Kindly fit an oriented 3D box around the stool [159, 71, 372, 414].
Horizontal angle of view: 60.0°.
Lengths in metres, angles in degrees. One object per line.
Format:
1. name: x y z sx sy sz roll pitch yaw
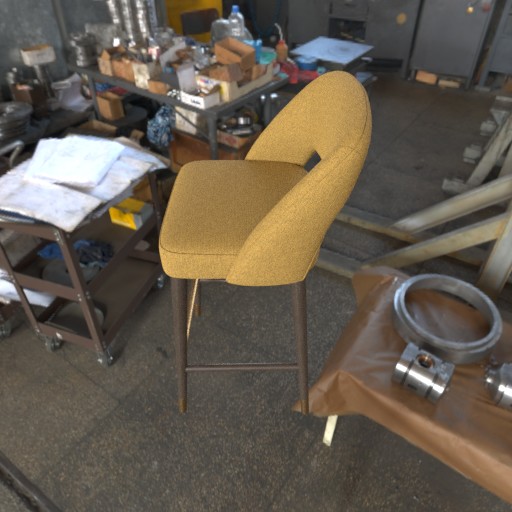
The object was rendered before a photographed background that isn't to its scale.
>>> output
1. stool: 0.000 0.000 1.360 0.522 1.032 0.536 1 41 1
